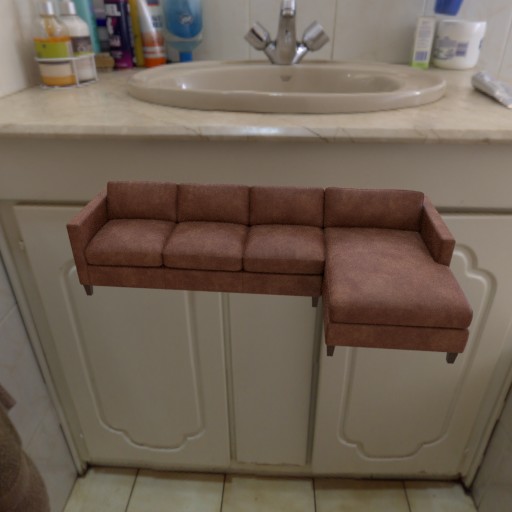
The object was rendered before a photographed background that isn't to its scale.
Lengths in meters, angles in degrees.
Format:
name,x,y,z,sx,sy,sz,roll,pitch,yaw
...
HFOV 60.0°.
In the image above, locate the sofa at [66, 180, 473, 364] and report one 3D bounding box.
name,x,y,z,sx,sy,sz,roll,pitch,yaw
sofa,0.000,0.000,3.875,3.203,0.883,1.581,3,30,4
